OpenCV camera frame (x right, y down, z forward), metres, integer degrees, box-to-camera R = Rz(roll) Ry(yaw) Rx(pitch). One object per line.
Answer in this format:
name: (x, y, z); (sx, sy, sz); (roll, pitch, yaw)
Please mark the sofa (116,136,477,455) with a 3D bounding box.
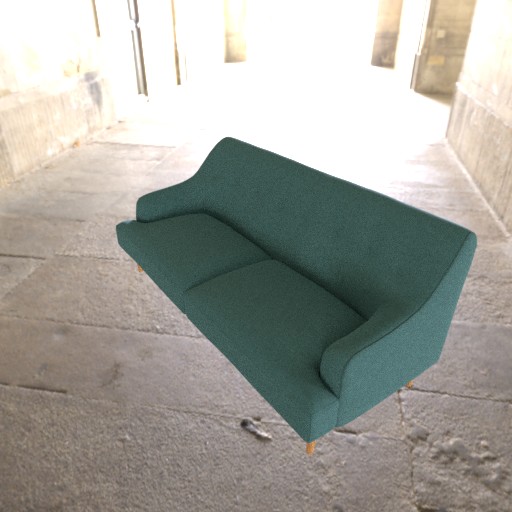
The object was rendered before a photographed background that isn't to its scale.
sofa: (0.000, 0.000, 2.567); (0.978, 0.871, 2.057); (-20, 35, -30)
